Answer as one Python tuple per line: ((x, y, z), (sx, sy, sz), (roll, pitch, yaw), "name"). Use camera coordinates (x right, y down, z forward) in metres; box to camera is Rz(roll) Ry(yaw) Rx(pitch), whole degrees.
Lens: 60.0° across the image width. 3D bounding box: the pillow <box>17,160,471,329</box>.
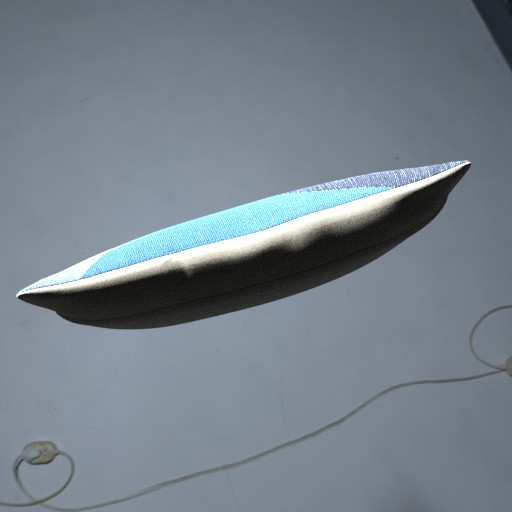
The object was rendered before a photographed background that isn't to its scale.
((0.000, 0.000, 0.692), (0.604, 0.307, 0.148), (-17, 75, -5), "pillow")
